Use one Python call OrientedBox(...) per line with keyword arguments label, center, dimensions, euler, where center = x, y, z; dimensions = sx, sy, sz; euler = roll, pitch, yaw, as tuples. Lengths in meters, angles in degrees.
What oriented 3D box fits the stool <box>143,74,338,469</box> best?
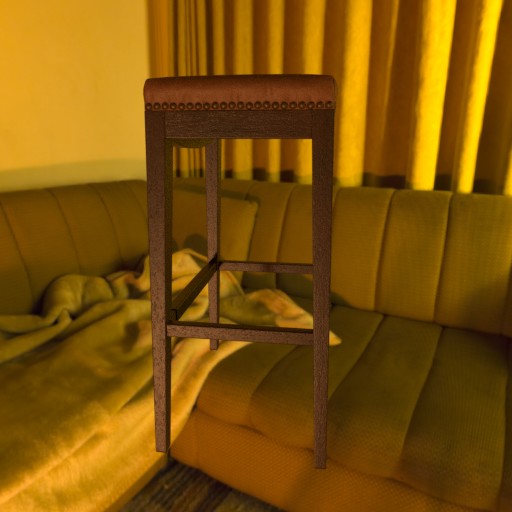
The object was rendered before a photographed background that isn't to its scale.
OrientedBox(label="stool", center=(0.000, 0.000, 1.063), dimensions=(0.361, 0.759, 0.500), euler=(2, 15, 8))
